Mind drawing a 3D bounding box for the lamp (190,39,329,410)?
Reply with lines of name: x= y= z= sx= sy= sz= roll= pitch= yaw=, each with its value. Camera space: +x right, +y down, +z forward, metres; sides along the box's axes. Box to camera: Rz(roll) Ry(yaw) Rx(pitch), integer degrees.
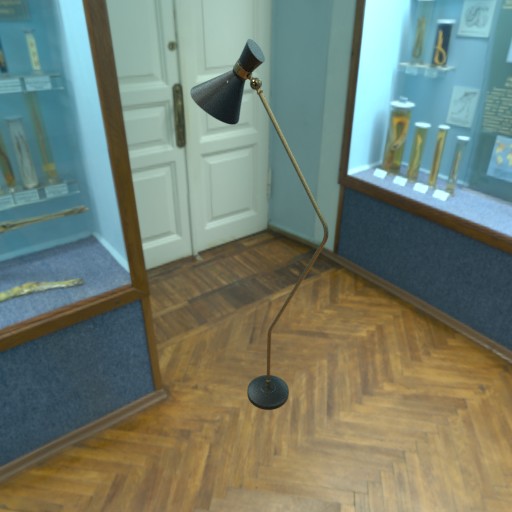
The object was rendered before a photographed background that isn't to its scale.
lamp: x=0.000 y=0.000 z=1.638 sx=0.277 sy=1.438 sz=0.467 roll=-19 pitch=35 yaw=-29
